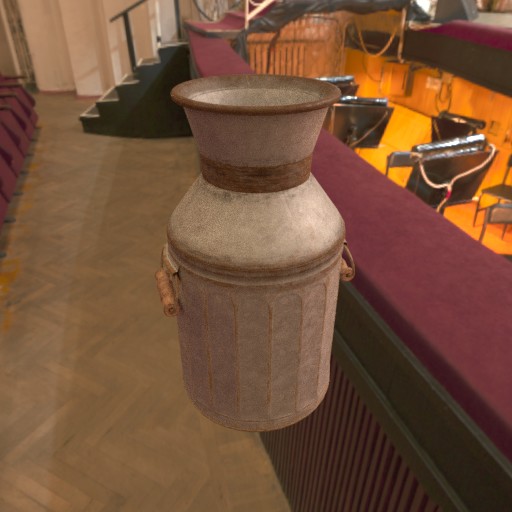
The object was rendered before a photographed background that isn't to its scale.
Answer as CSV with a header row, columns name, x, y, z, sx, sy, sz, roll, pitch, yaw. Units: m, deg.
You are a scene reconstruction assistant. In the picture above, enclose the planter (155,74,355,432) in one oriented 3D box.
name,x,y,z,sx,sy,sz,roll,pitch,yaw
planter,0.000,0.000,0.549,0.245,0.396,0.214,-10,33,-16
